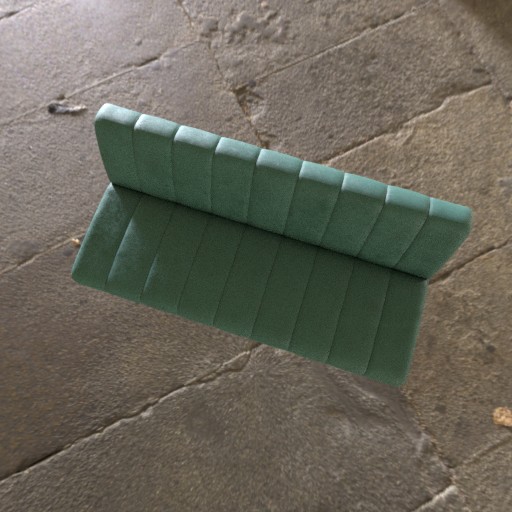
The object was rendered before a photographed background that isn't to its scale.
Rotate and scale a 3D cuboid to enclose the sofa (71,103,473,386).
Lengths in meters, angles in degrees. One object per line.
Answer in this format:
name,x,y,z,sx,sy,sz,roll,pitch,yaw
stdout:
sofa,0.000,0.000,2.323,1.810,0.820,0.830,17,76,4
